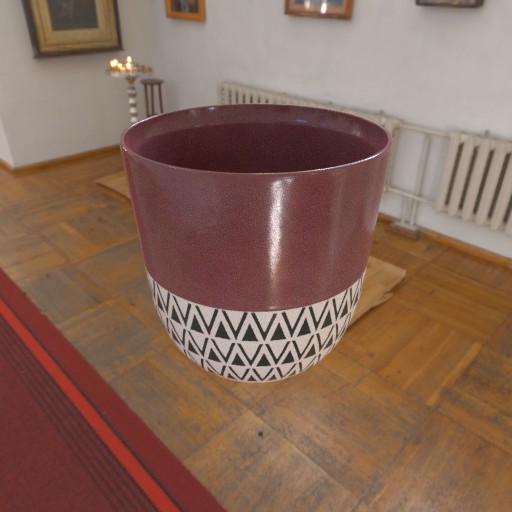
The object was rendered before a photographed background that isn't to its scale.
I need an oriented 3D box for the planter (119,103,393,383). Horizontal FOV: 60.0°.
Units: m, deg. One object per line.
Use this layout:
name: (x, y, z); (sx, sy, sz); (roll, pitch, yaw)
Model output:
planter: (0.000, 0.000, 0.379); (0.195, 0.214, 0.195); (0, 30, 0)
